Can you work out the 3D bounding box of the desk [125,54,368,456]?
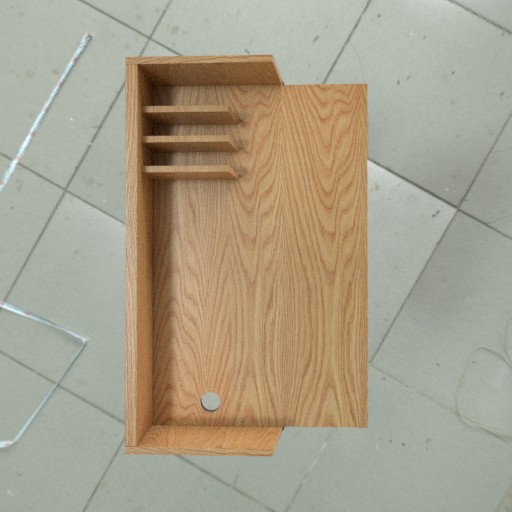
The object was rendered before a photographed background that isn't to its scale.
[{"bbox_3d":[0.000,0.000,1.845,0.769,1.061,1.191,0,90,2],"label":"desk"}]
